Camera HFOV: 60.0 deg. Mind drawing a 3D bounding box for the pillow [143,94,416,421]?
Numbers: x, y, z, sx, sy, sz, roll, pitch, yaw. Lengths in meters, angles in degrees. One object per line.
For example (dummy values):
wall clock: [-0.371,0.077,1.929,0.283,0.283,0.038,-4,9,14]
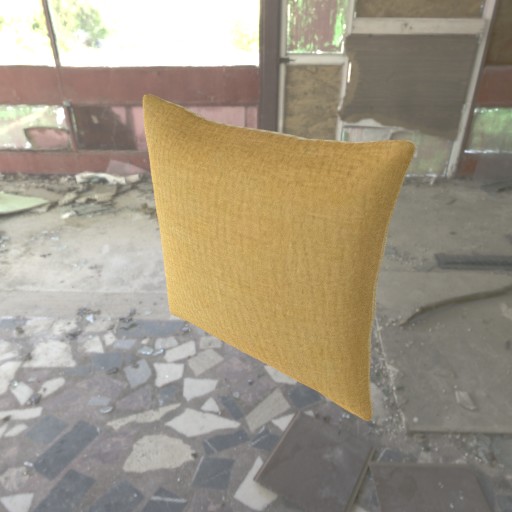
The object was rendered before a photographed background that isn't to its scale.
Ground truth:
pillow: [0.000,0.000,0.648,0.419,0.407,0.173,22,37,32]
